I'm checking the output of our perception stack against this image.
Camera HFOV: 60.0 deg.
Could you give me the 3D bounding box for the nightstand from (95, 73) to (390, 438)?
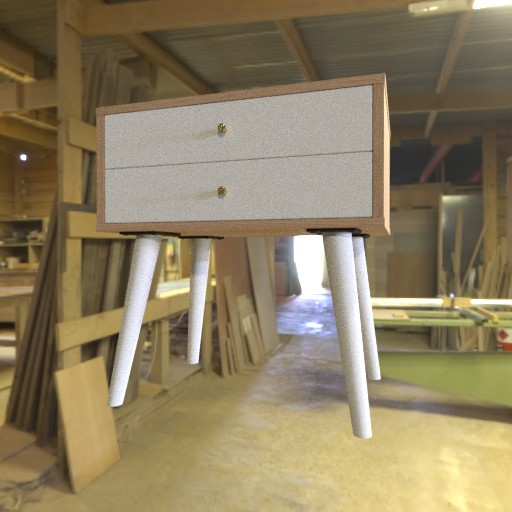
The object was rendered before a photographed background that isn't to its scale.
[{"bbox_3d":[0.000,0.000,1.002,0.571,0.610,0.407,0,0,18],"label":"nightstand"}]
